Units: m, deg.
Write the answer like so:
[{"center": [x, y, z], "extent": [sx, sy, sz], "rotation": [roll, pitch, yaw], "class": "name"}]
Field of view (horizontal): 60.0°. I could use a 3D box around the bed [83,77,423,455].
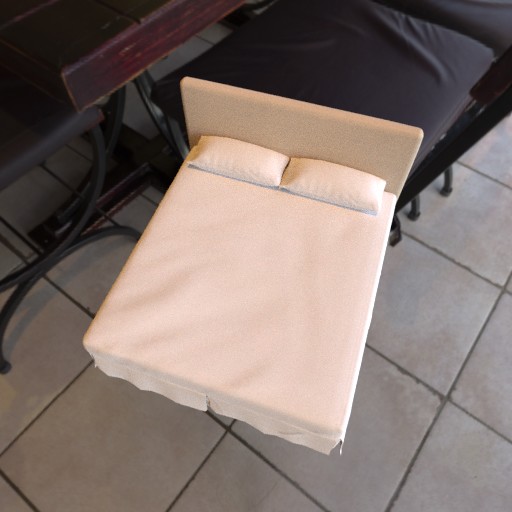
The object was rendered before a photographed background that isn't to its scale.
[{"center": [0.000, 0.000, 3.572], "extent": [2.119, 1.317, 2.319], "rotation": [16, 59, 10], "class": "bed"}]
